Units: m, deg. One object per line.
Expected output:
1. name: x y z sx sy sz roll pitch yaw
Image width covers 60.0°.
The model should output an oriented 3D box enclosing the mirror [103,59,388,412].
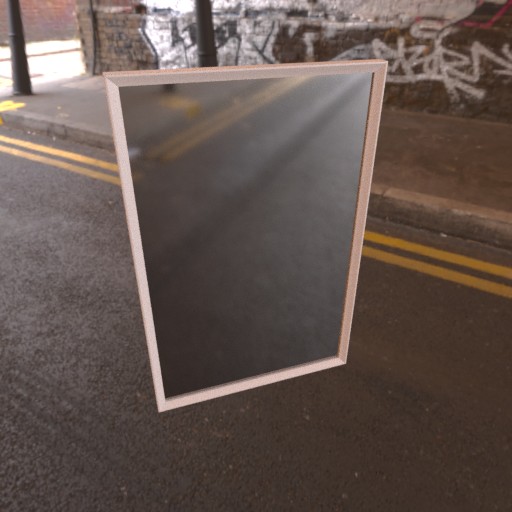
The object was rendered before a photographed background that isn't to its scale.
1. mirror: 0.000 0.000 1.151 0.609 0.915 0.041 -10 32 -16
